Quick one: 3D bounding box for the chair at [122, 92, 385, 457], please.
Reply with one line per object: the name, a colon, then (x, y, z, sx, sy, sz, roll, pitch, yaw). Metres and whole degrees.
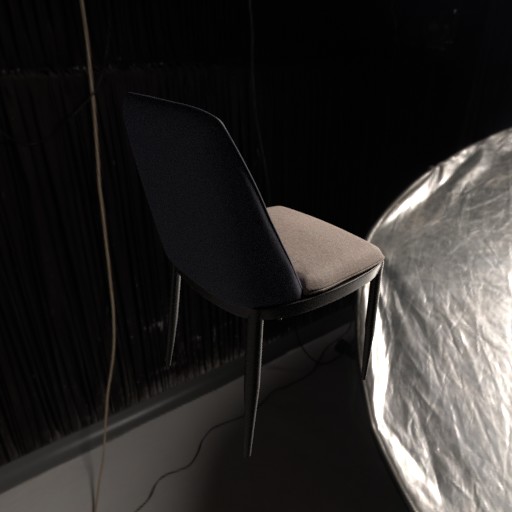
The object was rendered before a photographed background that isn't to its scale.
chair: (0.000, 0.000, 1.179, 0.551, 0.839, 0.480, -19, 32, -33)
